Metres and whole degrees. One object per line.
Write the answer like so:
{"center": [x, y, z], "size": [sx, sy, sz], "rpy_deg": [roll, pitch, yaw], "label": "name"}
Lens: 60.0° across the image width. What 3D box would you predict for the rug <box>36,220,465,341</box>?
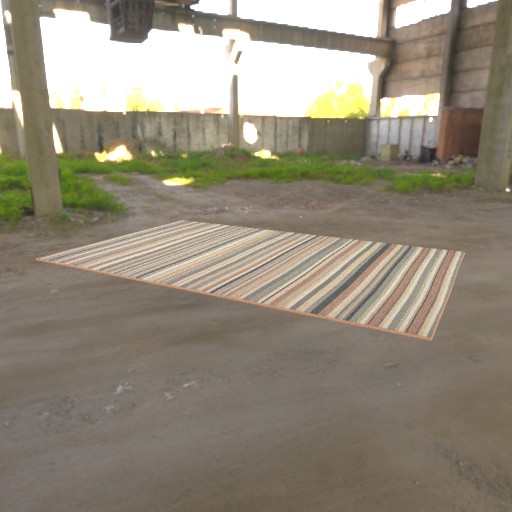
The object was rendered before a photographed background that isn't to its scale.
{"center": [0.000, 0.000, 2.965], "size": [2.438, 0.014, 1.523], "rpy_deg": [8, 17, 28], "label": "rug"}
